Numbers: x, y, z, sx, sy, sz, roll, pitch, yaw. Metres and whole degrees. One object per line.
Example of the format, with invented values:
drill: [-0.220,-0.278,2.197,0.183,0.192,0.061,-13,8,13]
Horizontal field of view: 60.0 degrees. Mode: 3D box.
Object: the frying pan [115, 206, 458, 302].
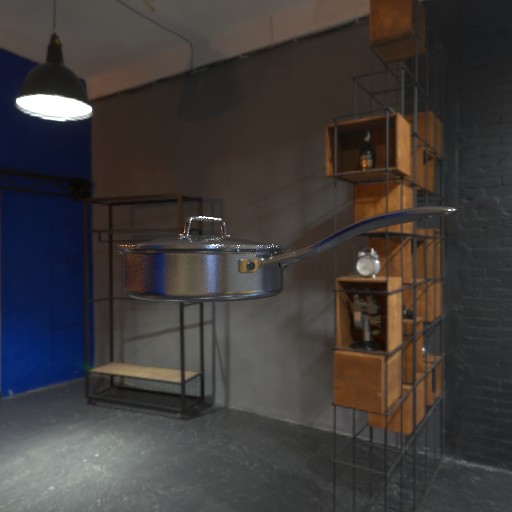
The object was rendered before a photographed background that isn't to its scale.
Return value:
frying pan: [0.000,0.000,0.583,0.492,0.111,0.245,0,1,35]
